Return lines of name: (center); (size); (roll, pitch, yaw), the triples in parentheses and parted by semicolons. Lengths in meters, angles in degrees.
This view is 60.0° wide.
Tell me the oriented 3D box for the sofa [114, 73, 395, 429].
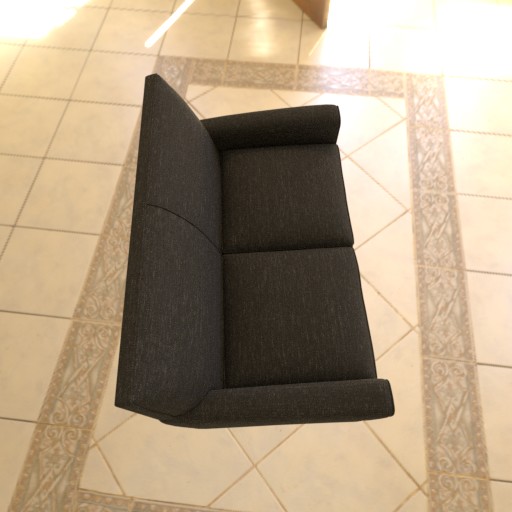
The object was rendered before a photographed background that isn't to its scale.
sofa: (0.000, 0.000, 1.935); (0.875, 0.846, 1.420); (-3, 62, -1)
